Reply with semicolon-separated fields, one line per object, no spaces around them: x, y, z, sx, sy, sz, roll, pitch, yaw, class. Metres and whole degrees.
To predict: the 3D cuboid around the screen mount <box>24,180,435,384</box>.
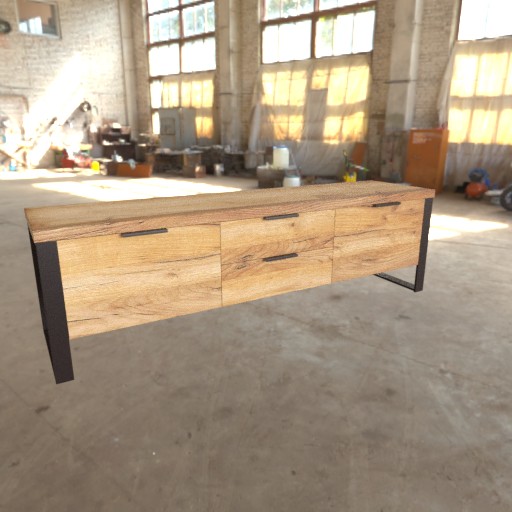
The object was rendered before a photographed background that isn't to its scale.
0.000;0.000;1.712;1.524;0.450;0.395;-9;19;-28;screen mount
